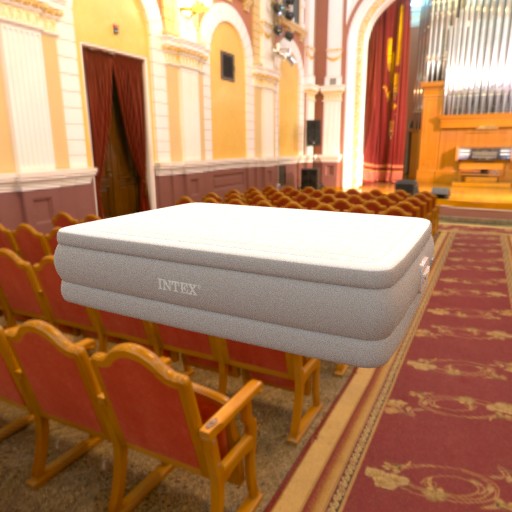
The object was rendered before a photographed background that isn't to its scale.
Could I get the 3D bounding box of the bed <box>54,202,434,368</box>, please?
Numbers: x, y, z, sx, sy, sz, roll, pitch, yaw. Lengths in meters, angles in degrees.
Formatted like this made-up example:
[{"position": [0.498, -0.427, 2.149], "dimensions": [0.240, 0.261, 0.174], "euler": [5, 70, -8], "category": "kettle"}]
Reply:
[{"position": [0.000, 0.000, 2.787], "dimensions": [2.036, 0.460, 1.520], "euler": [7, 16, 26], "category": "bed"}]
